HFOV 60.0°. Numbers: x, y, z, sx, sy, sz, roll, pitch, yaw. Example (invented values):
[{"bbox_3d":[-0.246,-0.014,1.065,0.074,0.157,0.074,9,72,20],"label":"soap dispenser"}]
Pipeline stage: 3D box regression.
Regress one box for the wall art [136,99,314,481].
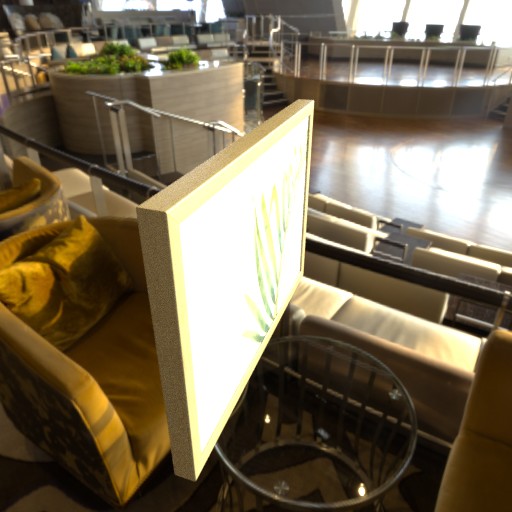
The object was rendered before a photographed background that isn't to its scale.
[{"bbox_3d":[0.000,0.000,0.700,0.032,0.381,0.533,10,31,18],"label":"wall art"}]
